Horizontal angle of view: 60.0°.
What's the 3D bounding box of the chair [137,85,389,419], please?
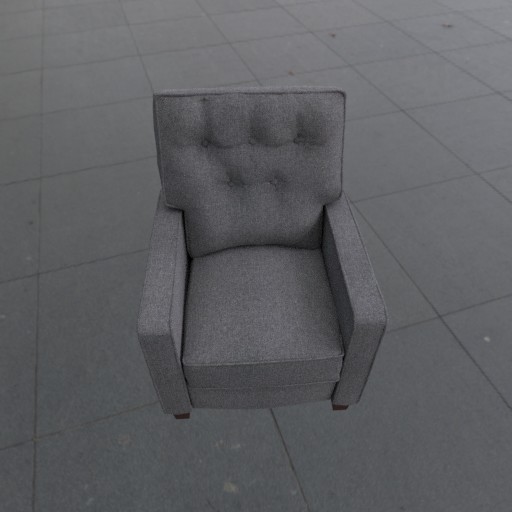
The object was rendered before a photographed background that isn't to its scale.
[{"bbox_3d":[0.000,0.000,1.435,0.650,0.889,0.775,-2,45,-2],"label":"chair"}]
